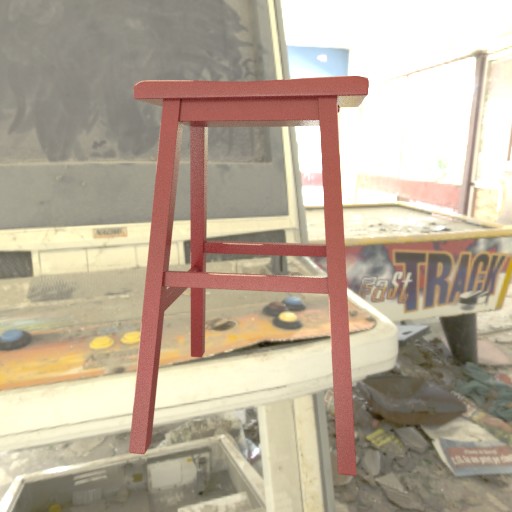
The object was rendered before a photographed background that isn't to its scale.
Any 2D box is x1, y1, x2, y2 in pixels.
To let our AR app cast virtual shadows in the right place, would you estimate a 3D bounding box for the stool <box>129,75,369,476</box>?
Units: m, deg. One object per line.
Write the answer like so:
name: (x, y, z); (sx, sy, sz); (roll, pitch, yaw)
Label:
stool: (0.000, 0.000, 1.022); (0.457, 0.737, 0.476); (2, 13, 8)
